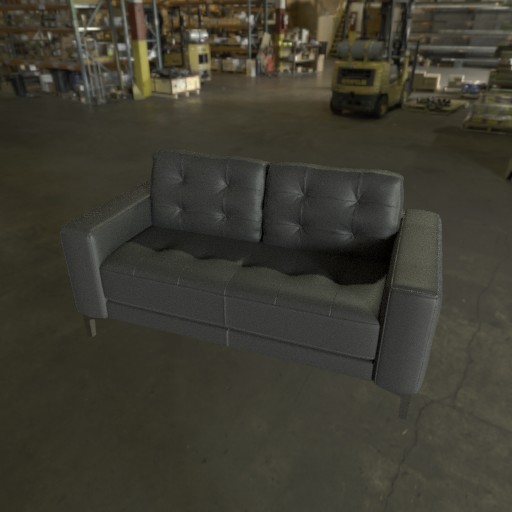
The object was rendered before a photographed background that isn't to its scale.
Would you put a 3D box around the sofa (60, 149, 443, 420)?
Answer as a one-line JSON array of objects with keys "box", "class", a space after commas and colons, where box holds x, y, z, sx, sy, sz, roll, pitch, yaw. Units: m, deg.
[{"box": [0.000, 0.000, 2.247, 1.726, 0.893, 0.833, 10, 29, 18], "class": "sofa"}]
